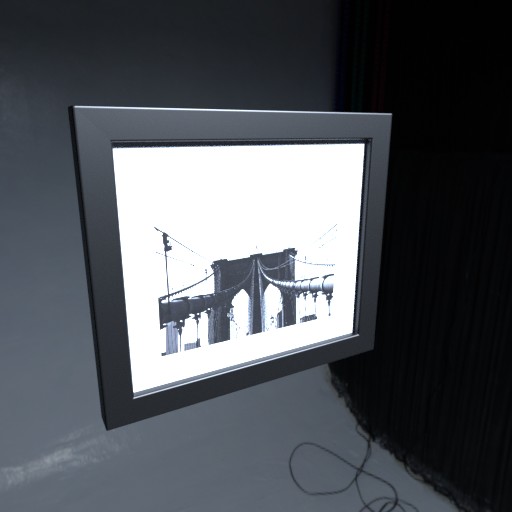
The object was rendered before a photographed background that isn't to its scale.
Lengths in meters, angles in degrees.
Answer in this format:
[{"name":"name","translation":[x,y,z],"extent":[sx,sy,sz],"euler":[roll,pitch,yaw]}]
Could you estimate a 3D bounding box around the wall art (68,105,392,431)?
[{"name":"wall art","translation":[0.000,0.000,0.529],"extent":[0.380,0.330,0.028],"euler":[-9,18,-28]}]
